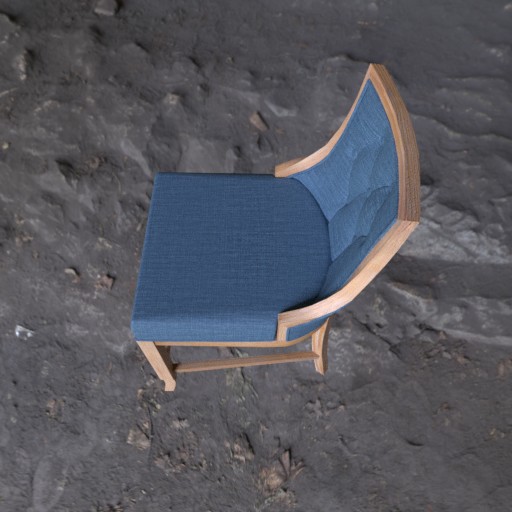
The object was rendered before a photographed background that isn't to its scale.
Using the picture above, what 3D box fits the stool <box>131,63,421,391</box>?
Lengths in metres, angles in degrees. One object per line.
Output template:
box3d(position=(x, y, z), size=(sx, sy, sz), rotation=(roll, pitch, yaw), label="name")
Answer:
box3d(position=(0.000, 0.000, 1.271), size=(0.626, 0.938, 0.524), rotation=(0, 58, 0), label="stool")
